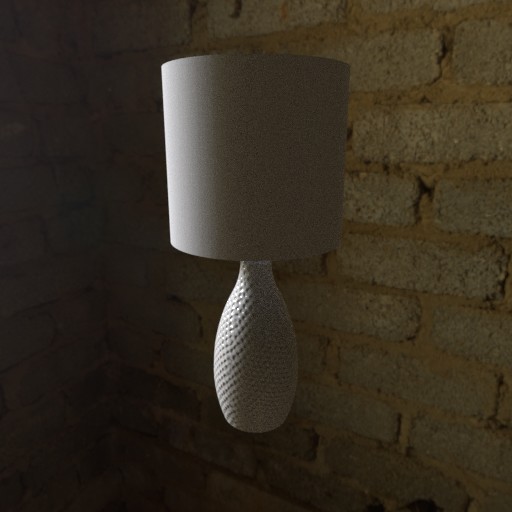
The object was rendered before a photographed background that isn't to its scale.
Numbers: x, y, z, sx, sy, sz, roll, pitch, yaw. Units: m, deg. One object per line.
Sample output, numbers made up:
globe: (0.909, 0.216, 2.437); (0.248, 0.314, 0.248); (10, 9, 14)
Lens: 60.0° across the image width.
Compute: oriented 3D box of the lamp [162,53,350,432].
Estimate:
lamp: (0.000, 0.000, 0.574); (0.214, 0.466, 0.214); (-3, 16, -9)
